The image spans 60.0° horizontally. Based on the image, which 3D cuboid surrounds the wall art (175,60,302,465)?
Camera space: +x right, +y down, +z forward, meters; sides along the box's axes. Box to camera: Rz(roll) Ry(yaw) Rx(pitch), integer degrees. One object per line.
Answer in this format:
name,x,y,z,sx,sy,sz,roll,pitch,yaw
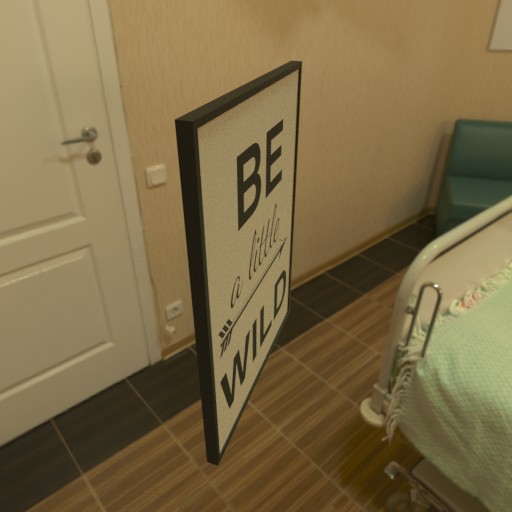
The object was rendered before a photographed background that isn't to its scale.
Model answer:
wall art,0.000,0.000,1.433,0.038,1.062,0.806,11,33,17
